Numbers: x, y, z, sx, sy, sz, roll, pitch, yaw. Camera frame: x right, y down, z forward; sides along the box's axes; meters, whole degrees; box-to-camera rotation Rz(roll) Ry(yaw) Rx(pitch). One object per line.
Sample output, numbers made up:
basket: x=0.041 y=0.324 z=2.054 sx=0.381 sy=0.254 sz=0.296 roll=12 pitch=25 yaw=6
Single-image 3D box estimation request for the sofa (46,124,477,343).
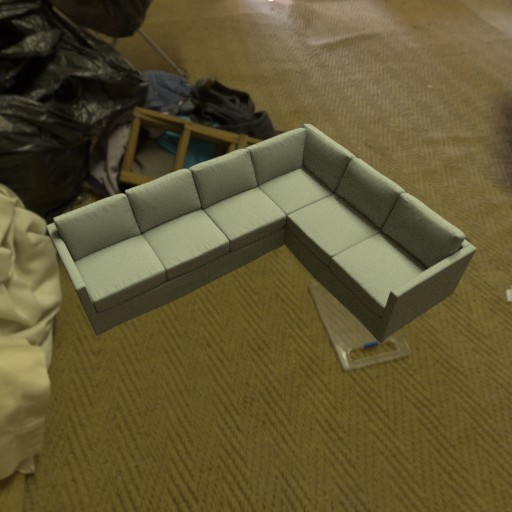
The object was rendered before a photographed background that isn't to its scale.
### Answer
sofa: x=0.000 y=0.000 z=4.252 sx=3.182 sy=0.871 sz=2.432 roll=-25 pitch=52 yaw=-22
